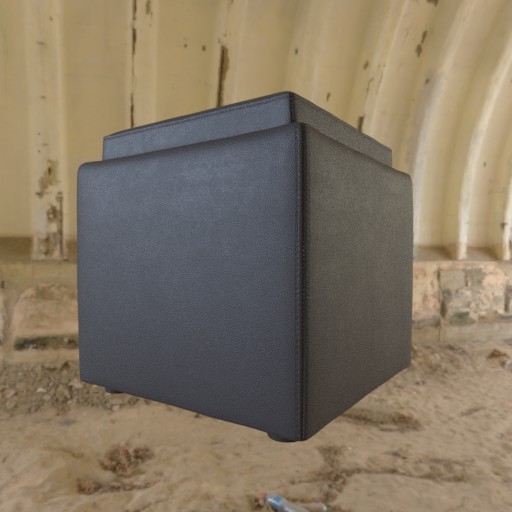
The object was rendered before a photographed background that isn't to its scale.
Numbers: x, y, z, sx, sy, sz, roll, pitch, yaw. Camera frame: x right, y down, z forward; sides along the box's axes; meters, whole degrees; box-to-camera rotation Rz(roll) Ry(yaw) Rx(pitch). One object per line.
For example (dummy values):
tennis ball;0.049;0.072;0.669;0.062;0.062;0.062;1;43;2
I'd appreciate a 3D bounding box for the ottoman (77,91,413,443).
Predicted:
ottoman;0.000;0.000;0.805;0.450;0.460;0.451;0;1;35
